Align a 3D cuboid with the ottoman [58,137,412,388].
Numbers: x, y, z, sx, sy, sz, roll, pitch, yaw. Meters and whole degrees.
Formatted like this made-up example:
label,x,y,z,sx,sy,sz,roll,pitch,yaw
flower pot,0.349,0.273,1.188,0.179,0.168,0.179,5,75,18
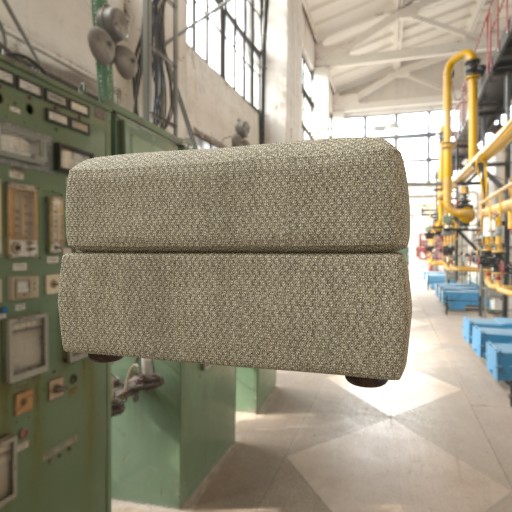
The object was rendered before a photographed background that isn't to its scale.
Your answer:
label,x,y,z,sx,sy,sz,roll,pitch,yaw
ottoman,0.000,0.000,1.134,0.751,0.476,0.603,0,1,18
